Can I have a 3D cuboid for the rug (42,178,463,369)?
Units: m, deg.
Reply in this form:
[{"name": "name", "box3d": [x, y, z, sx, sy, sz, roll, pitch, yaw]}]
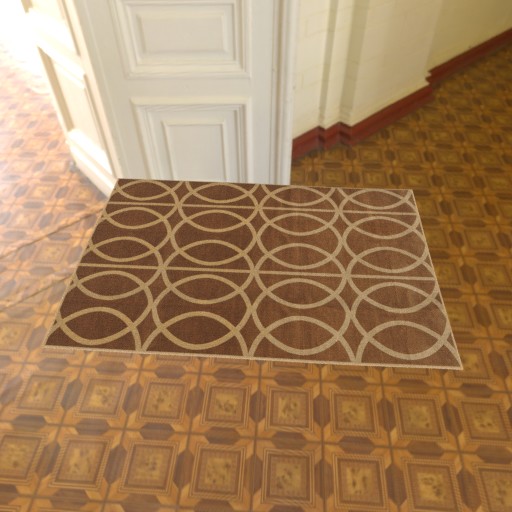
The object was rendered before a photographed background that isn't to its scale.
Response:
[{"name": "rug", "box3d": [0.000, 0.000, 2.911, 2.294, 0.014, 1.528, 3, 47, 2]}]
